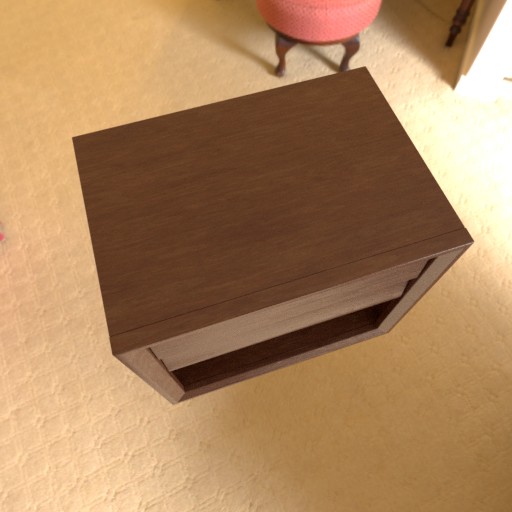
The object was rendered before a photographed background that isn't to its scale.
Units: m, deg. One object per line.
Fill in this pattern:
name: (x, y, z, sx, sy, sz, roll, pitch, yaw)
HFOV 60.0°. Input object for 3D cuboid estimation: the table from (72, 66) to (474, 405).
table: (0.000, 0.000, 1.007, 0.557, 0.609, 0.449, -16, 65, -8)
